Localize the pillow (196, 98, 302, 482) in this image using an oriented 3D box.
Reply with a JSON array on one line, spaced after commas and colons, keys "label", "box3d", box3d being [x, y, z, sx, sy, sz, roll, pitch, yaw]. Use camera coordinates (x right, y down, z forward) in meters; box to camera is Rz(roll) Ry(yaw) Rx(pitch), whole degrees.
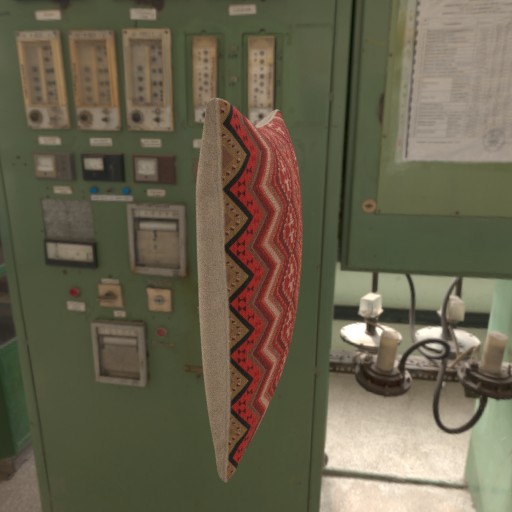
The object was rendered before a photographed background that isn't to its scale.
[{"label": "pillow", "box3d": [0.000, 0.000, 0.788, 0.158, 0.511, 0.513, 3, 17, 10]}]
